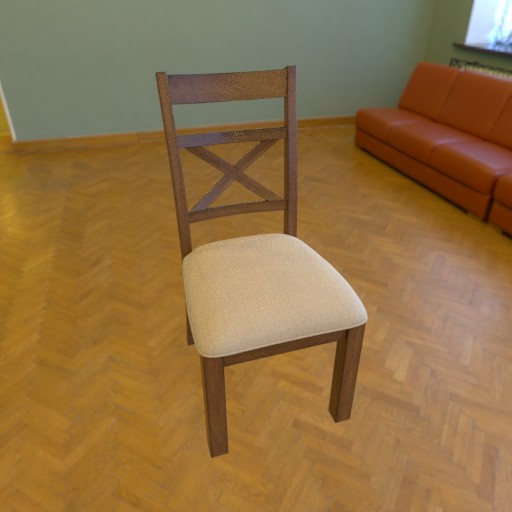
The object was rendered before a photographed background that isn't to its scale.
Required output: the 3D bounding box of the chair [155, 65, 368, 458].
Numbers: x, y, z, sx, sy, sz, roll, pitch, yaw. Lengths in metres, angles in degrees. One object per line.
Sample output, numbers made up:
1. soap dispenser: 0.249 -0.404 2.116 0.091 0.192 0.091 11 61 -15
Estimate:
1. chair: 0.000 0.000 1.293 0.461 0.949 0.581 -9 33 -15
